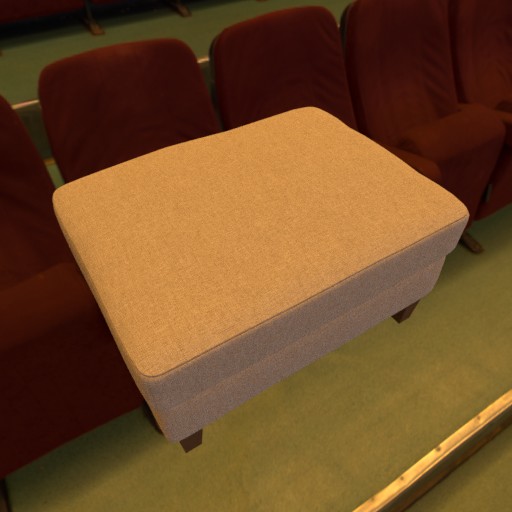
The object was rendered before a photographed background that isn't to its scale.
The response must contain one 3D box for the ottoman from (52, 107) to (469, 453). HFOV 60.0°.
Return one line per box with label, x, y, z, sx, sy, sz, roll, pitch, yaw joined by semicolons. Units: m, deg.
ottoman;0.000;0.000;1.277;0.898;0.519;0.677;-24;51;-22
